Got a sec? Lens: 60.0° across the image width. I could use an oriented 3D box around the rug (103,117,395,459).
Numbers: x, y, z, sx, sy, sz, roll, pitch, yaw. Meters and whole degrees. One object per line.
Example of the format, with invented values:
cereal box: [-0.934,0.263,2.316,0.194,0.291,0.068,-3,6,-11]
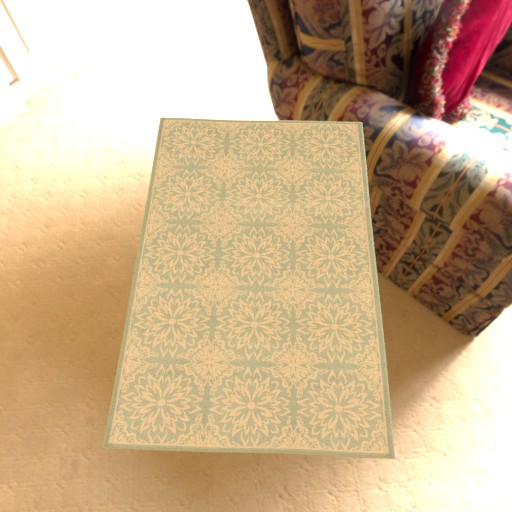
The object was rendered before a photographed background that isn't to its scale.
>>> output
rug: [0.000,0.000,3.366,1.819,0.018,2.746,2,63,1]
